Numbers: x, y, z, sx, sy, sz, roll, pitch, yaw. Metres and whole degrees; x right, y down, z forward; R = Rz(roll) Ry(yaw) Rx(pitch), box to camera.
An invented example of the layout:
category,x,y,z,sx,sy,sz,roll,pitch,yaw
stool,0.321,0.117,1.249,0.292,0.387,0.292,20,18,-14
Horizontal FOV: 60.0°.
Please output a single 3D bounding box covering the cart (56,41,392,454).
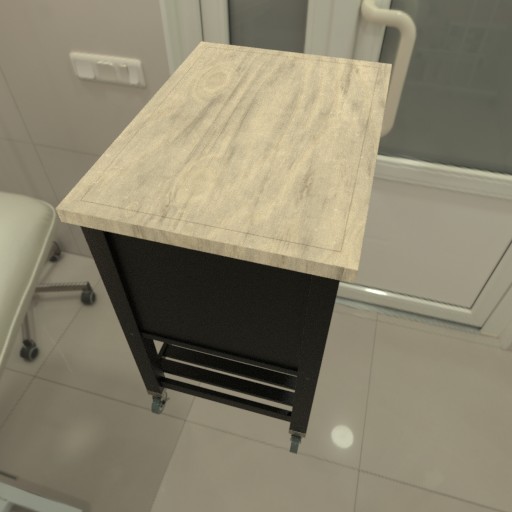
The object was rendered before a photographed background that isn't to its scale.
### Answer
category,x,y,z,sx,sy,sz,roll,pitch,yaw
cart,0.000,0.000,1.374,0.567,0.920,0.797,12,49,10
